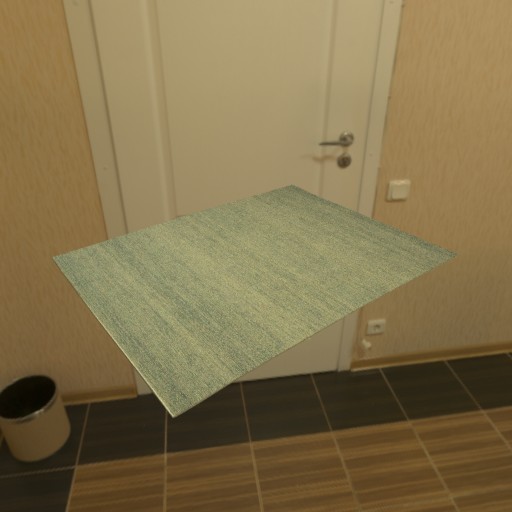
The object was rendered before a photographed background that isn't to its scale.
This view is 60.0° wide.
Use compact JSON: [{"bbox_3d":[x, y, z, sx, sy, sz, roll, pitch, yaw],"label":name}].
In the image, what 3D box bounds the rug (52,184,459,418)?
[{"bbox_3d":[0.000,0.000,4.404,3.237,0.046,2.461,-22,36,-32],"label":"rug"}]
